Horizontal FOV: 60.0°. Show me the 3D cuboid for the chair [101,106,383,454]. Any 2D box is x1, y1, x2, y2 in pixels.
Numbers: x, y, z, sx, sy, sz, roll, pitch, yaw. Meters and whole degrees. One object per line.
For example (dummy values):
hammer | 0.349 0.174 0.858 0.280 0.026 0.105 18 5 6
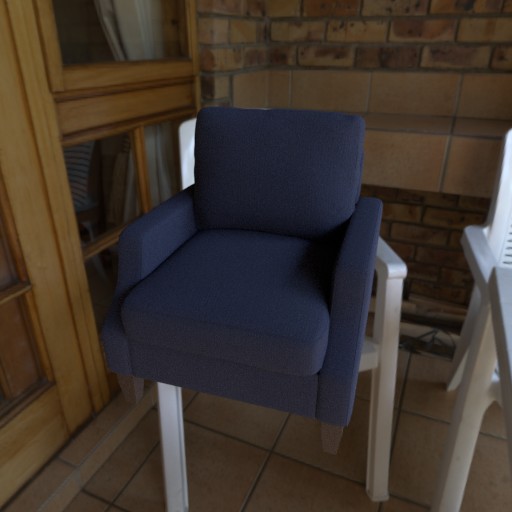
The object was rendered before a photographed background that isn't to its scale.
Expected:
chair | 0.000 0.000 1.664 0.855 0.991 0.897 8 27 16
